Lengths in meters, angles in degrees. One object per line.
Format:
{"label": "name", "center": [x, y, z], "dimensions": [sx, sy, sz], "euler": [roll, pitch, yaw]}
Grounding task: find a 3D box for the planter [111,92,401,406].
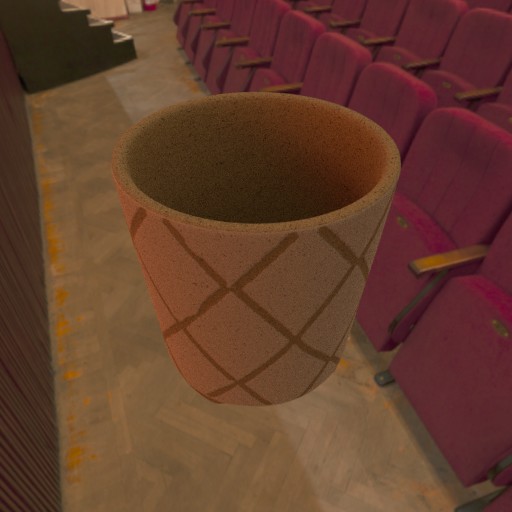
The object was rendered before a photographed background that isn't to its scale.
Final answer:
{"label": "planter", "center": [0.000, 0.000, 0.364], "dimensions": [0.191, 0.199, 0.191], "euler": [0, 41, 0]}
